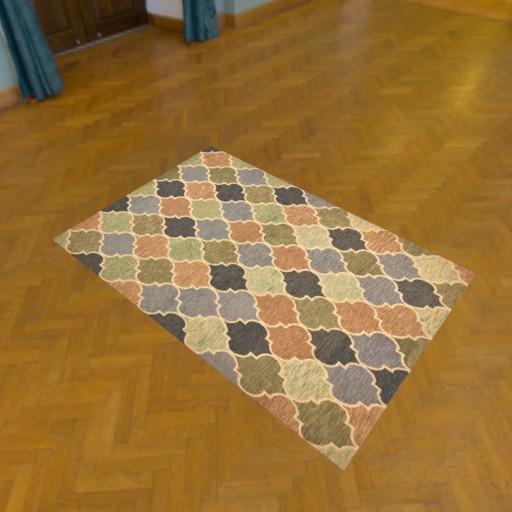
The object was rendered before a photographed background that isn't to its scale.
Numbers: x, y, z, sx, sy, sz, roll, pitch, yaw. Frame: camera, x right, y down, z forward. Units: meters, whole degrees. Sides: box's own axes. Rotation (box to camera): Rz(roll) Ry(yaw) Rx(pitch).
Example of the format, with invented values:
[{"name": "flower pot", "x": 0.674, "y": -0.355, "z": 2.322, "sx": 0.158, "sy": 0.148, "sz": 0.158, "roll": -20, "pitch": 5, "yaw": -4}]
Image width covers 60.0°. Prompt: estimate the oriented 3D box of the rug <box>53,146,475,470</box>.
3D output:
[{"name": "rug", "x": 0.000, "y": 0.000, "z": 2.292, "sx": 1.828, "sy": 0.006, "sz": 1.216, "roll": 31, "pitch": 53, "yaw": 27}]
